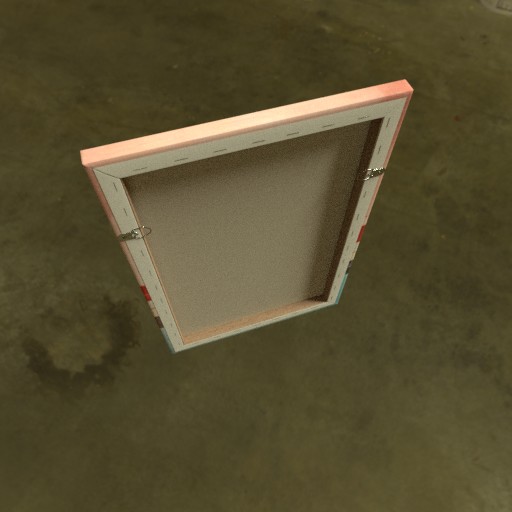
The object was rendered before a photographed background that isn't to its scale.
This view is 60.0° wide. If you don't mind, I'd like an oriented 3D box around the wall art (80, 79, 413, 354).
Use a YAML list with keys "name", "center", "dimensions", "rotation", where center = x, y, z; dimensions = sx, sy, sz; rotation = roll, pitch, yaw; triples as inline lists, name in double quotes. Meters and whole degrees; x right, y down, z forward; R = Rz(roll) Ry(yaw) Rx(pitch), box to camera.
- name: "wall art"
  center: [0.000, 0.000, 1.173]
  dimensions: [0.610, 0.914, 0.038]
  rotation: [-15, 59, -9]
